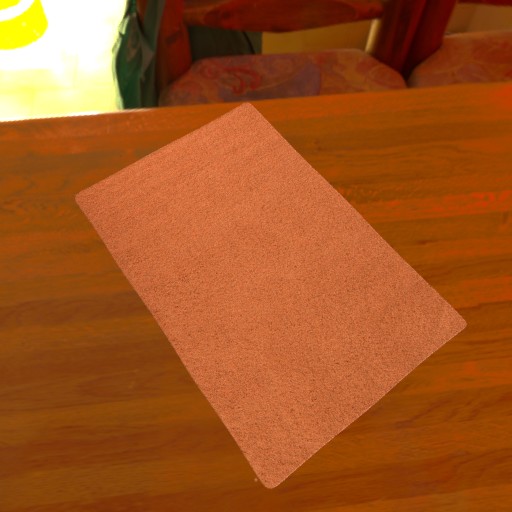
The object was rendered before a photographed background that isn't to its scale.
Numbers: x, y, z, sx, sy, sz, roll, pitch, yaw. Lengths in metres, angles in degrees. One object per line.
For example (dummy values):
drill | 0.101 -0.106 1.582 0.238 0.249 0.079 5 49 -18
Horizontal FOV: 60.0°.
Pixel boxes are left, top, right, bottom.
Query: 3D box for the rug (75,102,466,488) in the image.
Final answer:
rug | 0.000 0.000 3.433 1.801 0.024 2.700 -33 68 -16
